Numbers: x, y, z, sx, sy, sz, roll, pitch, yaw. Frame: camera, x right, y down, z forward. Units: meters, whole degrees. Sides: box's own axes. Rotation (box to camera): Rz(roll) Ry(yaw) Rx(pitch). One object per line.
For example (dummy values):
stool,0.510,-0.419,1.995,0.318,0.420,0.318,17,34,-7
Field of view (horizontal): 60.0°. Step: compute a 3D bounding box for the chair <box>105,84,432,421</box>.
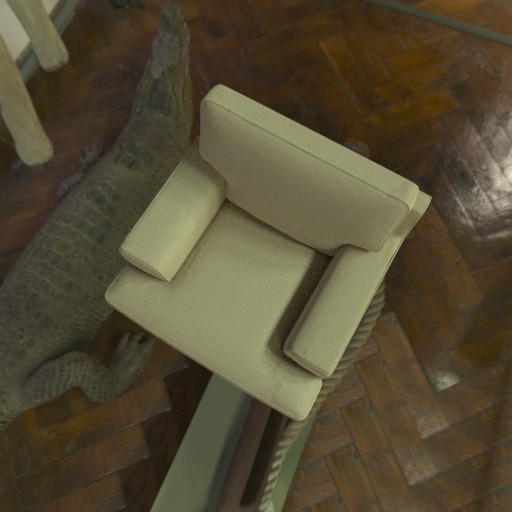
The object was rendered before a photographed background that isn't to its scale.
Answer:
chair,0.000,0.000,2.196,1.293,1.005,1.274,22,75,6
